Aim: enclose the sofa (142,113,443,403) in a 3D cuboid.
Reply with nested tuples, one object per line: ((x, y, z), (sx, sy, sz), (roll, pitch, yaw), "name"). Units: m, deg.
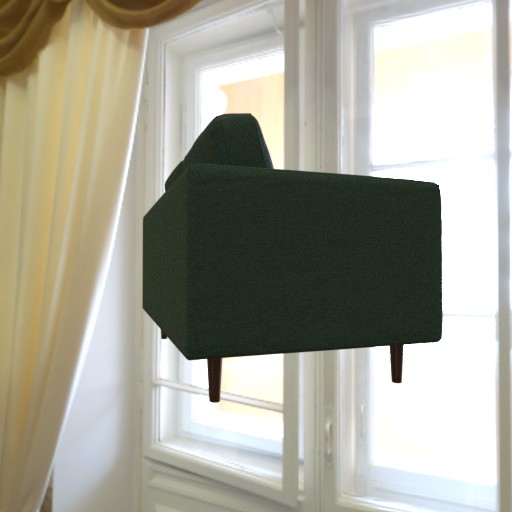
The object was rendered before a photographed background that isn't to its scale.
((0.000, 0.000, 1.999), (0.879, 0.899, 1.430), (0, -1, -19), "sofa")
